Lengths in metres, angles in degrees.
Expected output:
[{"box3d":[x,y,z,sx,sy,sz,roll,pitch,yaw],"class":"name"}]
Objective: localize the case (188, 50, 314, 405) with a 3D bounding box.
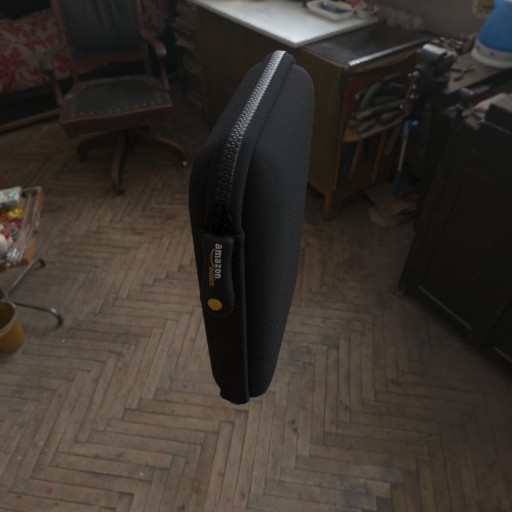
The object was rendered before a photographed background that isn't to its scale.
[{"box3d":[0.000,0.000,0.194,0.030,0.147,0.107,10,47,10],"class":"case"}]
